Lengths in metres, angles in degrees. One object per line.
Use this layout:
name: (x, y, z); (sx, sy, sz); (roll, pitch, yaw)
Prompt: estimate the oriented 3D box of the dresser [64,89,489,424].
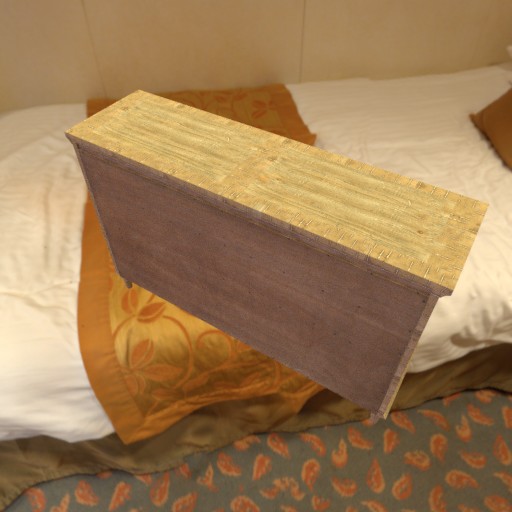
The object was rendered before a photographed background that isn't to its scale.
dresser: (0.000, 0.000, 2.070); (1.626, 1.016, 0.457); (24, 51, 22)
